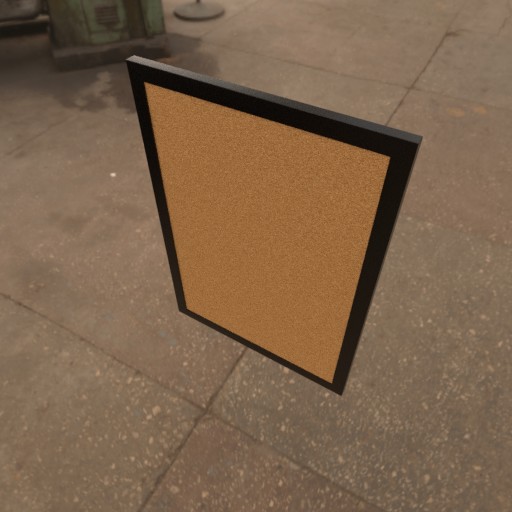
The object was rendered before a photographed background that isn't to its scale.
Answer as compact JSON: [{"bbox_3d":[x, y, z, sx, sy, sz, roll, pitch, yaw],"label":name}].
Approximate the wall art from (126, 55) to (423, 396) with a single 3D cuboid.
[{"bbox_3d":[0.000,0.000,0.852,0.462,0.656,0.019,23,51,21],"label":"wall art"}]
